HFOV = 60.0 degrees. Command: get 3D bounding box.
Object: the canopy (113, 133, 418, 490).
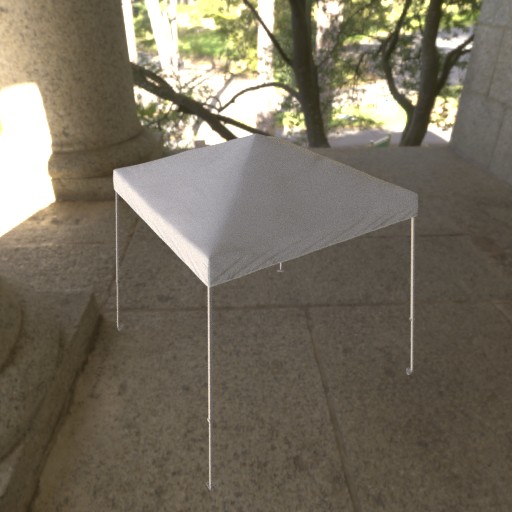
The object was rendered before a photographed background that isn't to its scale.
[{"bbox_3d":[0.000,0.000,6.535,3.600,3.600,3.599,-18,35,-28],"label":"canopy"}]
